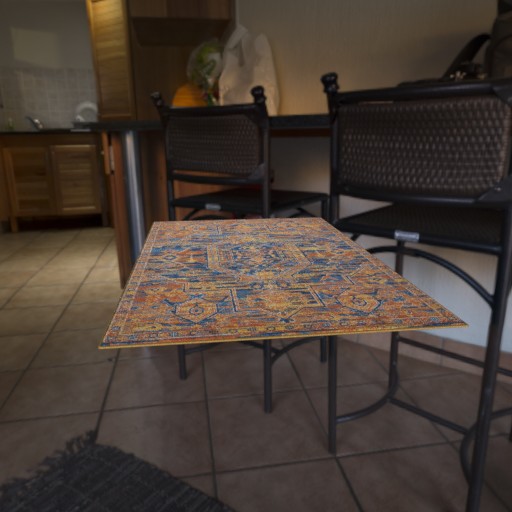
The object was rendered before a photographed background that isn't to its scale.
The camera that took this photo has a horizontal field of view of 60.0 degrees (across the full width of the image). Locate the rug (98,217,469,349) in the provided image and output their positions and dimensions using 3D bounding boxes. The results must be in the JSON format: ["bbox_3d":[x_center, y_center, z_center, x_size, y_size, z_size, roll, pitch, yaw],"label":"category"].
[{"bbox_3d":[0.000,0.000,2.182,1.148,0.013,1.758,-2,16,-7],"label":"rug"}]
